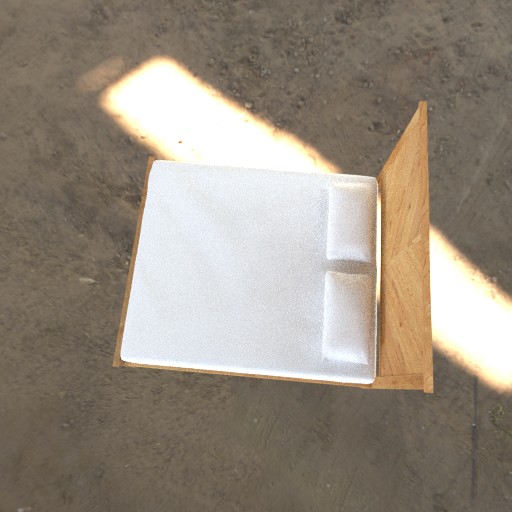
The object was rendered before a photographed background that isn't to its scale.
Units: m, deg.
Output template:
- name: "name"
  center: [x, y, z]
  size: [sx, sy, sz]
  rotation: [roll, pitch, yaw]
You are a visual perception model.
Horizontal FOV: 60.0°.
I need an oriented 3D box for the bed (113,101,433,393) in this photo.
- name: "bed"
  center: [0.000, 0.000, 4.178]
  size: [2.530, 1.938, 2.225]
  rotation: [5, 74, 1]
